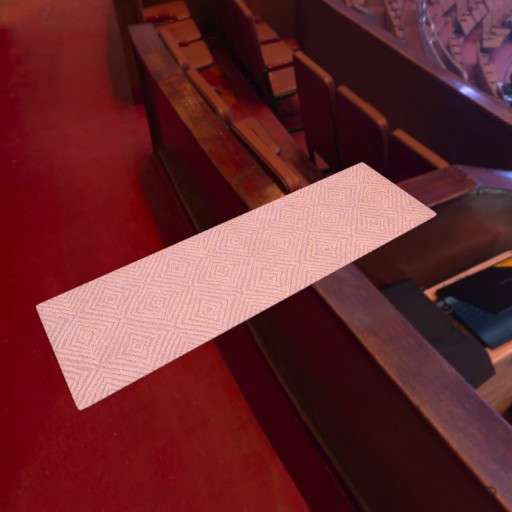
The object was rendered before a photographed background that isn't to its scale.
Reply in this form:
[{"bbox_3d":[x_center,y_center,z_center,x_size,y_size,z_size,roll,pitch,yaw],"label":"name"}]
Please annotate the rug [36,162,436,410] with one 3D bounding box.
[{"bbox_3d":[0.000,0.000,2.523,2.277,0.008,0.676,-26,52,-23],"label":"rug"}]
